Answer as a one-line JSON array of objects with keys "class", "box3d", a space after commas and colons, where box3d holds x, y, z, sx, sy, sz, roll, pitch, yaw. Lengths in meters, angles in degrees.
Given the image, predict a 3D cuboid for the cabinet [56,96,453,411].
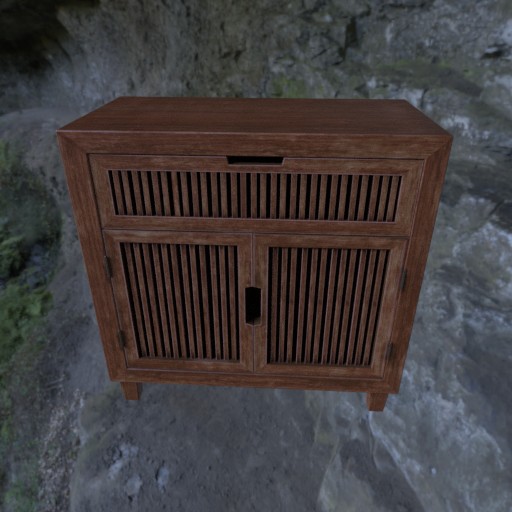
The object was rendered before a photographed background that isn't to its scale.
[{"class": "cabinet", "box3d": [0.000, 0.000, 1.249, 0.796, 0.785, 0.412, 2, 29, 3]}]
